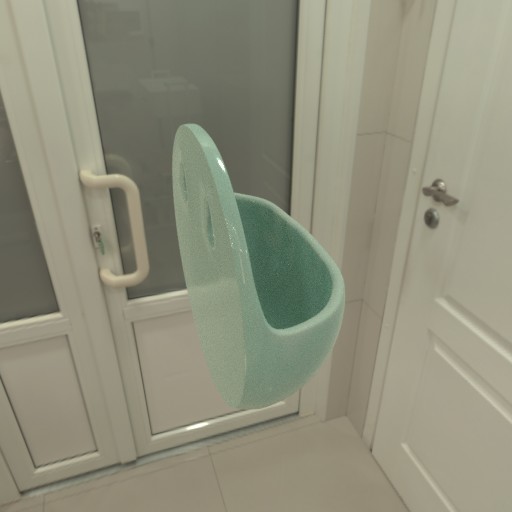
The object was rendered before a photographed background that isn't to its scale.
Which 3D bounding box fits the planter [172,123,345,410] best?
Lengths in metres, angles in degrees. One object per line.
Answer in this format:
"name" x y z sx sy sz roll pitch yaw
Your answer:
"planter" 0.000 0.000 0.280 0.073 0.164 0.189 -10 31 -17
